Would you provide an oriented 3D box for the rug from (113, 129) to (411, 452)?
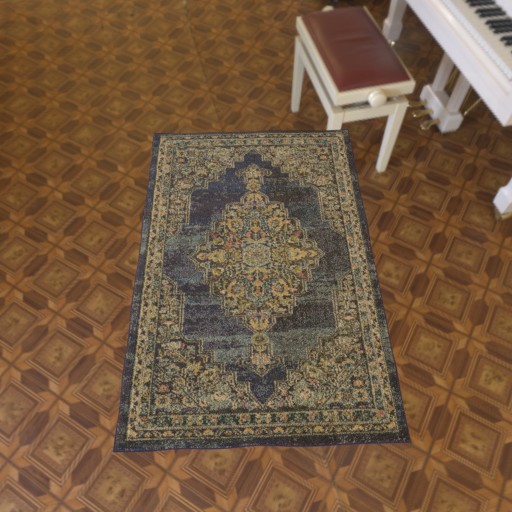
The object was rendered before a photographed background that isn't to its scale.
[{"bbox_3d":[0.000,0.000,2.214,1.184,0.012,1.781,-1,58,-1],"label":"rug"}]
